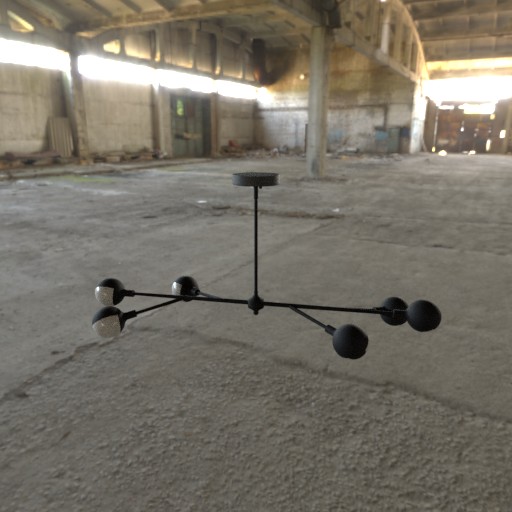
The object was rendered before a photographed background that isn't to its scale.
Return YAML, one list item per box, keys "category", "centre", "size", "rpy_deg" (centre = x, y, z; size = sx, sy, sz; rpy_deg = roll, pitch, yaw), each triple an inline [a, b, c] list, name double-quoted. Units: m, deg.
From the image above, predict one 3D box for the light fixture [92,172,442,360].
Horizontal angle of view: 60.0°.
- category: "light fixture"
  centre: [0.000, 0.000, 0.993]
  size: [0.778, 0.362, 0.434]
  rpy_deg: [8, 17, 26]
